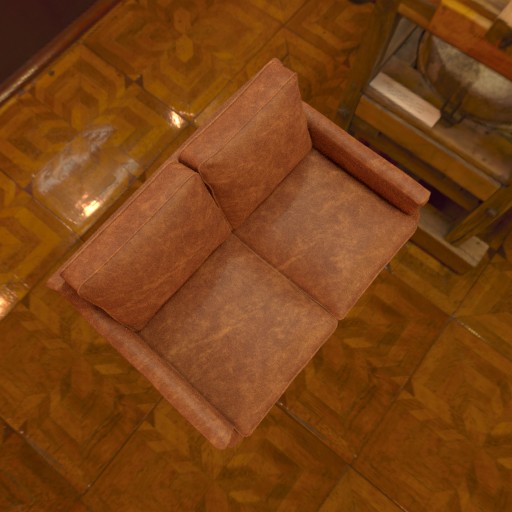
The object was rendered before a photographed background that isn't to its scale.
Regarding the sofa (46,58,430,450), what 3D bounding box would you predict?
[{"bbox_3d":[0.000,0.000,2.259,1.084,1.003,1.597,40,78,10],"label":"sofa"}]
